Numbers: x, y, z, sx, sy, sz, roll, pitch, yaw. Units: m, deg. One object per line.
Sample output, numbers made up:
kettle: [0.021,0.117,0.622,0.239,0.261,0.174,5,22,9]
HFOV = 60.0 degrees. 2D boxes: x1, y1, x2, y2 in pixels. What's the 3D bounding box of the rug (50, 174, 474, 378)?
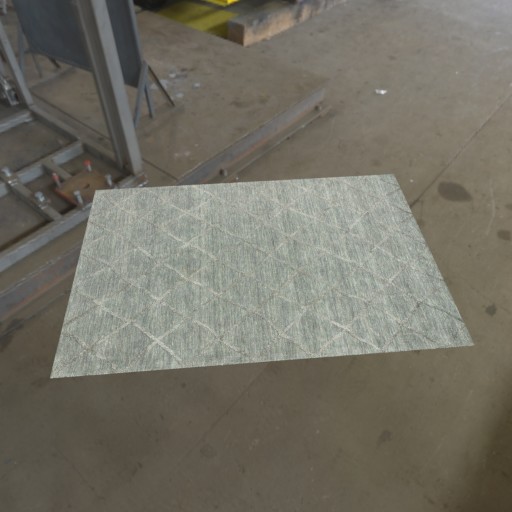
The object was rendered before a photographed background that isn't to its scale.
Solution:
rug: [0.000,0.000,2.881,2.283,0.006,1.521,-4,48,-3]
